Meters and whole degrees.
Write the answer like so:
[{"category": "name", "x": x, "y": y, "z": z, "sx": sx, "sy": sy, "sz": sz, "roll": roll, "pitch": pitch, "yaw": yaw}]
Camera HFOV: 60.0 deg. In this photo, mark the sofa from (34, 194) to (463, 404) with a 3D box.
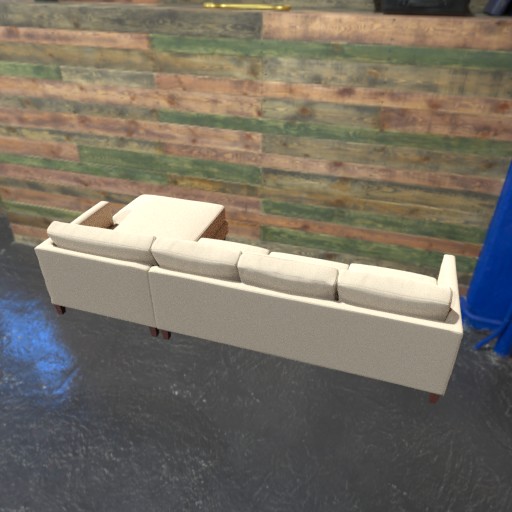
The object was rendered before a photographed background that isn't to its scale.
[{"category": "sofa", "x": 0.000, "y": 0.000, "z": 3.862, "sx": 3.186, "sy": 0.861, "sz": 1.625, "roll": 10, "pitch": 34, "yaw": 15}]
